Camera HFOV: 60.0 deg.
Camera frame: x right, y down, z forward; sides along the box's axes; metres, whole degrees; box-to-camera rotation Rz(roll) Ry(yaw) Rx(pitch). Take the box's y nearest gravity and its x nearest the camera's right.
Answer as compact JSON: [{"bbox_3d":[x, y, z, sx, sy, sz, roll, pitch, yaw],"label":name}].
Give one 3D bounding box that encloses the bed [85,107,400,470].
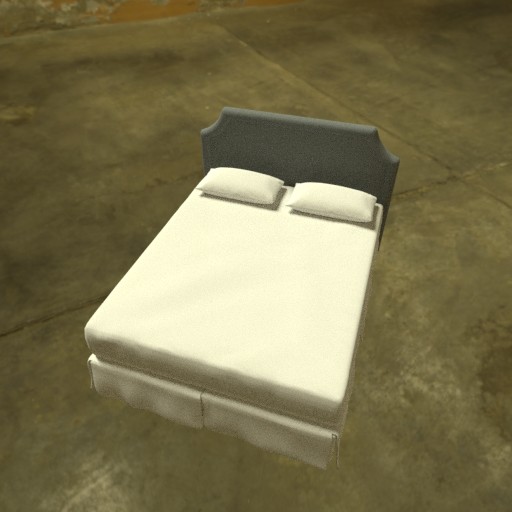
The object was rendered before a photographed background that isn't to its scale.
[{"bbox_3d":[0.000,0.000,3.363,1.811,1.296,2.259,12,42,14],"label":"bed"}]
